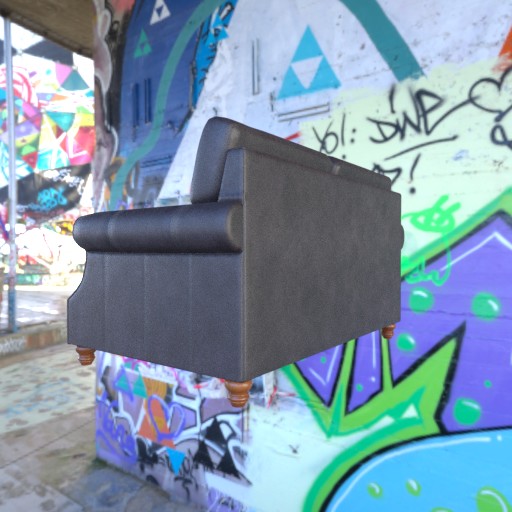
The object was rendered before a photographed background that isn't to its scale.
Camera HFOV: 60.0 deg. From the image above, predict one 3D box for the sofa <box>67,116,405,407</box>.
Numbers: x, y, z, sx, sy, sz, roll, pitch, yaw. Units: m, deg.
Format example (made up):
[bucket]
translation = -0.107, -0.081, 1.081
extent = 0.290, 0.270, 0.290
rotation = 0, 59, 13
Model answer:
[sofa]
translation = 0.000, 0.000, 2.310
extent = 1.030, 0.979, 1.663
rotation = 1, 1, 37
